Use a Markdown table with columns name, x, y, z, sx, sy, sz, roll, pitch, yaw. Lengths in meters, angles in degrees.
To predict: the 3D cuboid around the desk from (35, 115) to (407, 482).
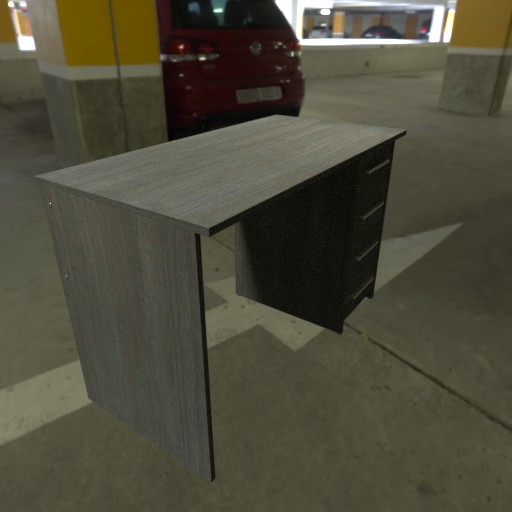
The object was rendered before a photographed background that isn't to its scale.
| name | x | y | z | sx | sy | sz | roll | pitch | yaw |
| --- | --- | --- | --- | --- | --- | --- | --- | --- | --- |
| desk | 0.000 | 0.000 | 1.507 | 0.560 | 0.730 | 1.096 | 18 | 32 | 31 |
